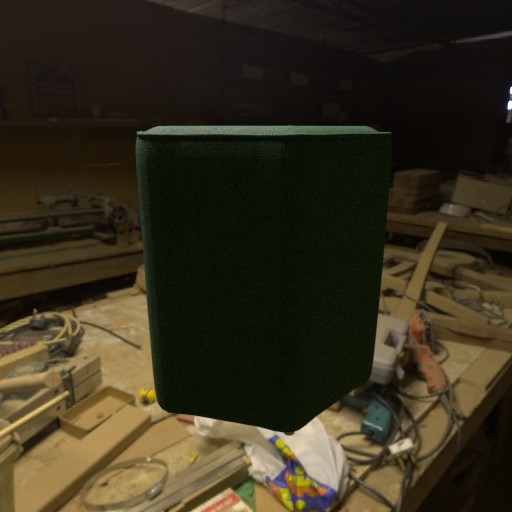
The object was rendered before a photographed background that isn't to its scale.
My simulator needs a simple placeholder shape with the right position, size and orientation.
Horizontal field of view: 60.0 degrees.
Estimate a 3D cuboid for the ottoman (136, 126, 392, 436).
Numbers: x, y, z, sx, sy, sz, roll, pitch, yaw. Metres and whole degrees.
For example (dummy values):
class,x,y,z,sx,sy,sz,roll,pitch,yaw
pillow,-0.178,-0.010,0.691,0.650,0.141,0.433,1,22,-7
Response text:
class,x,y,z,sx,sy,sz,roll,pitch,yaw
ottoman,0.000,0.000,0.902,0.499,0.507,0.444,-15,22,-43
